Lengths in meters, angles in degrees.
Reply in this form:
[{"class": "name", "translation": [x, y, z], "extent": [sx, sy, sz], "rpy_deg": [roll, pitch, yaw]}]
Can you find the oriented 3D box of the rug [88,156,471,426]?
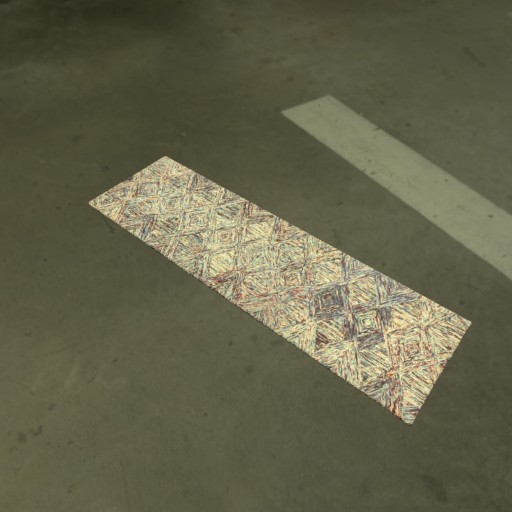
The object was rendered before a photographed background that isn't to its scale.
[{"class": "rug", "translation": [0.000, 0.000, 2.574], "extent": [2.292, 0.015, 0.688], "rpy_deg": [31, 55, 26]}]
